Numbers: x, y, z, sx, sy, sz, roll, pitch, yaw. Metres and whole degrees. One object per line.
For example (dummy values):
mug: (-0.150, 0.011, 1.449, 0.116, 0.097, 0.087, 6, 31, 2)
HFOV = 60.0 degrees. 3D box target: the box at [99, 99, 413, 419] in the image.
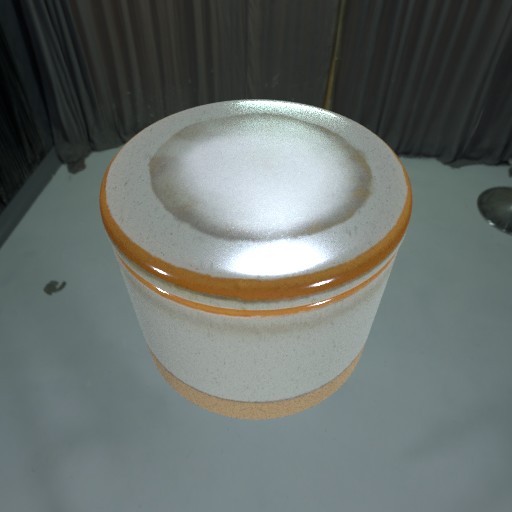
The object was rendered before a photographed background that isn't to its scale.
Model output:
box: (0.000, 0.000, 0.211, 0.123, 0.100, 0.123, 0, 46, 0)
